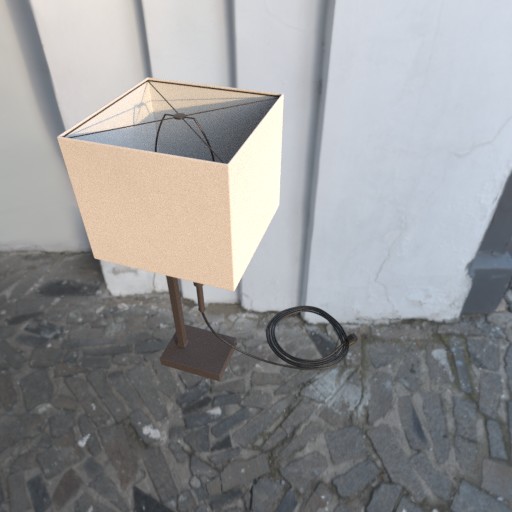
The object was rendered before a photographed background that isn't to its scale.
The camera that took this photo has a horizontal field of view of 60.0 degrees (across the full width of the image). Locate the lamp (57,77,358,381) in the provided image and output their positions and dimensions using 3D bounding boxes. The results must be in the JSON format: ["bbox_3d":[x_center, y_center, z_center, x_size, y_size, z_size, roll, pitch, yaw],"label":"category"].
[{"bbox_3d":[0.000,0.000,0.967,0.504,0.660,0.399,12,42,14],"label":"lamp"}]
